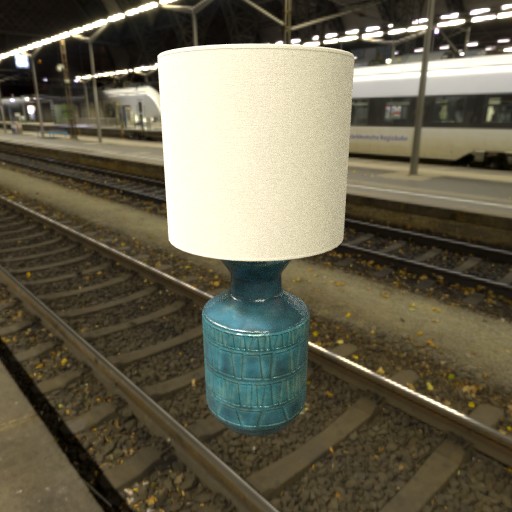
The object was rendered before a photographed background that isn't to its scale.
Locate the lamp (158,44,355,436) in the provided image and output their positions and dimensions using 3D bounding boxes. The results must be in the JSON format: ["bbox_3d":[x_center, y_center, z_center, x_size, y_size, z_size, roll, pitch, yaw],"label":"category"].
[{"bbox_3d":[0.000,0.000,0.555,0.211,0.455,0.211,9,20,25],"label":"lamp"}]
